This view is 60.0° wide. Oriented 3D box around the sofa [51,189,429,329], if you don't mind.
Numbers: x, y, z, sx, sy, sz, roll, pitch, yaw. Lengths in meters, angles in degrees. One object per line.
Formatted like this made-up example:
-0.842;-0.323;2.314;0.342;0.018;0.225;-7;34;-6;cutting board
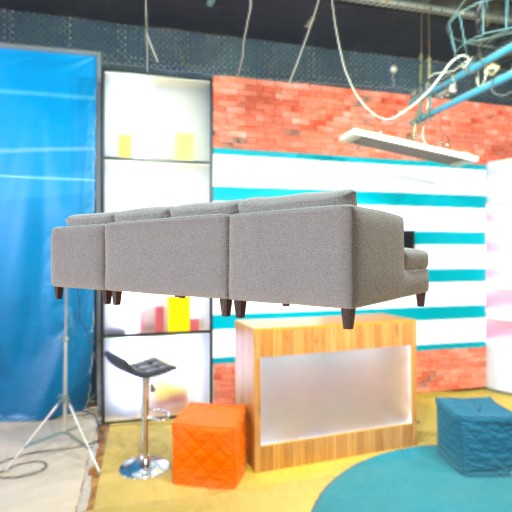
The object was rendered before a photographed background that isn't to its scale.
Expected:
0.000;0.000;4.446;3.238;0.853;2.551;0;0;36;sofa
